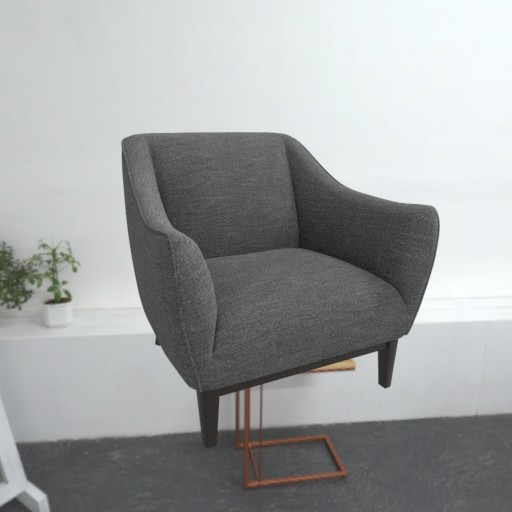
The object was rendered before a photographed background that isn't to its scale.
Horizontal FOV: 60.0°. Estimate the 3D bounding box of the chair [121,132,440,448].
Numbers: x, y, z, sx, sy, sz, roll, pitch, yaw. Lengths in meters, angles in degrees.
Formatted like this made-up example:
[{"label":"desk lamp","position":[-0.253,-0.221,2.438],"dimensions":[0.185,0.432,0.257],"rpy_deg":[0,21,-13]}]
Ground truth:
[{"label":"chair","position":[0.000,0.000,1.559],"dimensions":[0.870,0.829,0.851],"rpy_deg":[-8,18,-26]}]
